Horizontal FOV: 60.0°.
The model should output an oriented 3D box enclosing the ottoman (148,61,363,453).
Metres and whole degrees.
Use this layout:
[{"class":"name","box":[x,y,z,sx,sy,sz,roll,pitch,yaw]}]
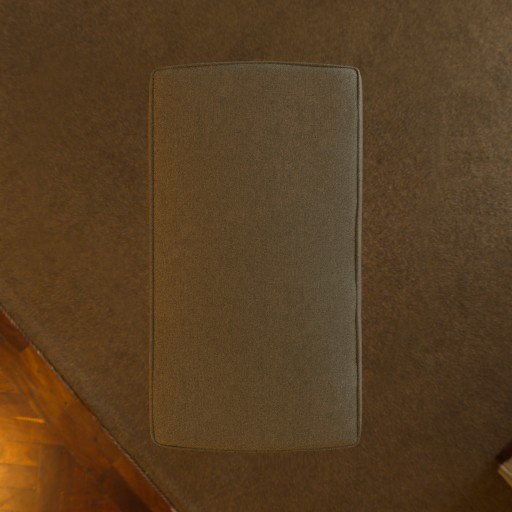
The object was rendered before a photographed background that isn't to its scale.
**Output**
[{"class":"ottoman","box":[0.000,0.000,1.153,0.490,0.448,0.864,0,91,1]}]
